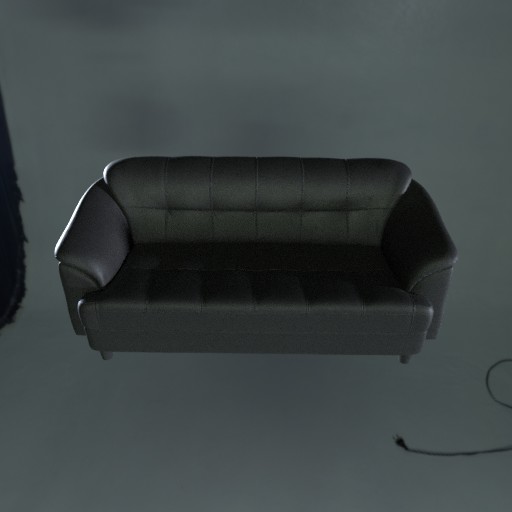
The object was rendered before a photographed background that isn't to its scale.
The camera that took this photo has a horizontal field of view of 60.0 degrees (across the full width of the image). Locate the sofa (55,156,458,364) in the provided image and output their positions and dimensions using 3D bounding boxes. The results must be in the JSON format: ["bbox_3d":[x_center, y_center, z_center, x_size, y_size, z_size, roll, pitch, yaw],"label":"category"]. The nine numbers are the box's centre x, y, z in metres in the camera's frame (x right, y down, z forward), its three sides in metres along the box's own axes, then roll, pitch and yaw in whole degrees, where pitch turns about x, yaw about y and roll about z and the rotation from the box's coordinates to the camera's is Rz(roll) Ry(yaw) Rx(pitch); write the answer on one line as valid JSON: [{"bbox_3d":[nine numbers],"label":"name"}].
[{"bbox_3d":[0.000,0.000,2.263,1.829,0.811,0.800,1,30,1],"label":"sofa"}]
